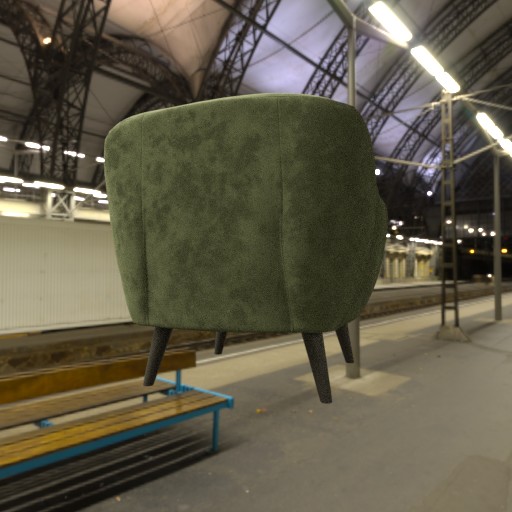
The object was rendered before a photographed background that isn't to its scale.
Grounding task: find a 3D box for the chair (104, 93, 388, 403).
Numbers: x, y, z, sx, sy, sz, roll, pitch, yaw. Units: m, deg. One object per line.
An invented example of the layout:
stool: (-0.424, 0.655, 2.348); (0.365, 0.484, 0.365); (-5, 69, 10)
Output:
chair: (0.000, 0.000, 1.506); (0.840, 0.804, 0.819); (-1, -2, 19)
